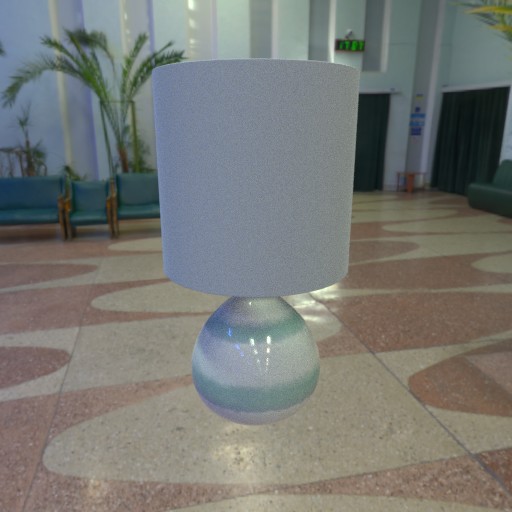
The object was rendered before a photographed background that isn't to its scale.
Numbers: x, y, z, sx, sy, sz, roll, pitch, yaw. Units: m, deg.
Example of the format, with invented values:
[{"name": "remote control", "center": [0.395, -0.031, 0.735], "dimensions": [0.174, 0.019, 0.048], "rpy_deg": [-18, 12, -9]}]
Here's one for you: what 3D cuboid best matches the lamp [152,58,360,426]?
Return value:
[{"name": "lamp", "center": [0.000, 0.000, 0.528], "dimensions": [0.217, 0.404, 0.217], "rpy_deg": [-3, 16, -10]}]
